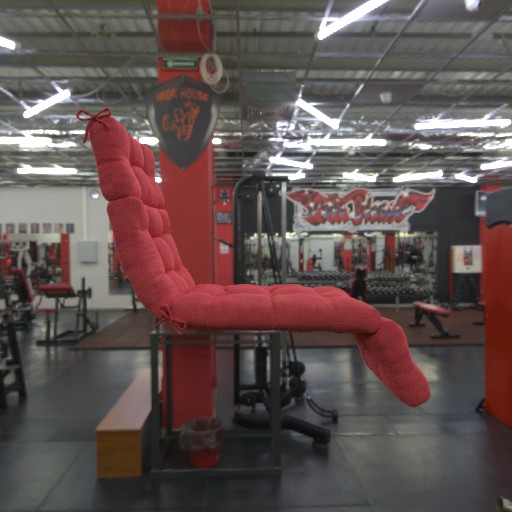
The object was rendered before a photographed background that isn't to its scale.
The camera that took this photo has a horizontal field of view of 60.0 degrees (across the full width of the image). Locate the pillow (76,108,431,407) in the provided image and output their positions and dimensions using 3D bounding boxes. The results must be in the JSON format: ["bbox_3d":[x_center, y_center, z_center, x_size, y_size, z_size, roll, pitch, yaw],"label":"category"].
[{"bbox_3d":[0.000,0.000,1.501,1.016,0.863,0.526,0,1,1],"label":"pillow"}]
